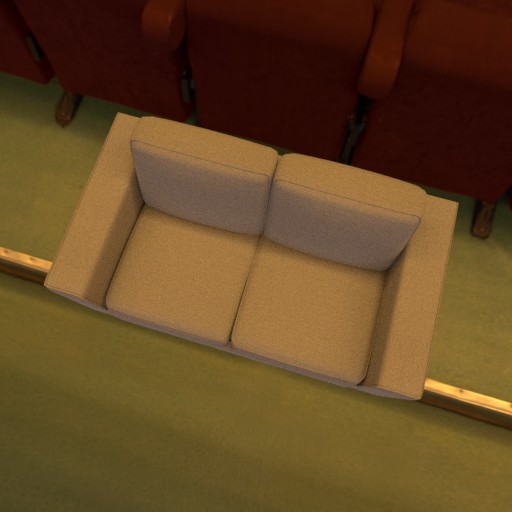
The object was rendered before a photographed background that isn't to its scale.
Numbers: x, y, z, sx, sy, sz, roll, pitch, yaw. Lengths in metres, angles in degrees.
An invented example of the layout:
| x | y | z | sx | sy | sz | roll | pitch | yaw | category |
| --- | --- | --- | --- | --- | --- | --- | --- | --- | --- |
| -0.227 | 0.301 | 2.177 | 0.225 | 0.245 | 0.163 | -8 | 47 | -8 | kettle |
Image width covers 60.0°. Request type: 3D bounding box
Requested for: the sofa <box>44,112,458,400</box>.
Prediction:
| x | y | z | sx | sy | sz | roll | pitch | yaw | category |
| --- | --- | --- | --- | --- | --- | --- | --- | --- | --- |
| 0.000 | 0.000 | 2.341 | 1.812 | 0.924 | 1.007 | 16 | 75 | 4 | sofa |
